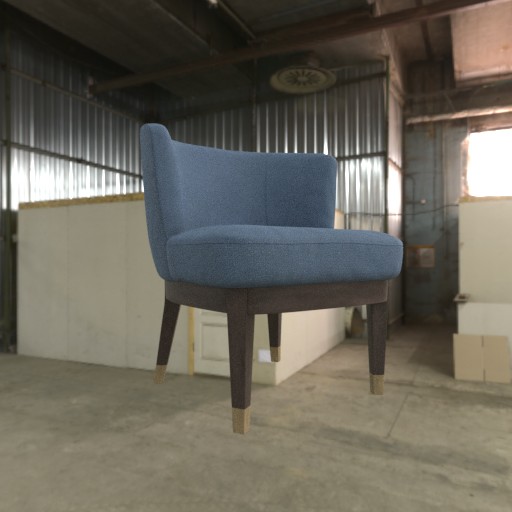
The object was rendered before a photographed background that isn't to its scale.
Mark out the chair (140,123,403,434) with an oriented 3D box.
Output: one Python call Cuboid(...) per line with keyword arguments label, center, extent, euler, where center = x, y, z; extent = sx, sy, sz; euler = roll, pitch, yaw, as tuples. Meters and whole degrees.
Cuboid(label="chair", center=(0.000, 0.000, 1.303), extent=(0.661, 0.760, 0.702), euler=(0, 1, -36))
